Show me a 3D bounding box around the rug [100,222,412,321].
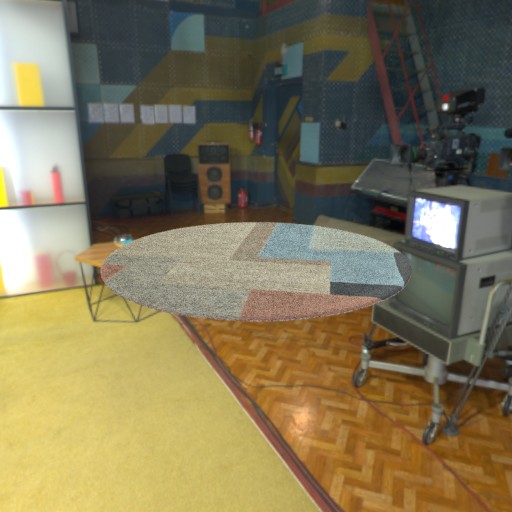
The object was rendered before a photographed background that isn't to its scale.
[{"bbox_3d":[0.000,0.000,3.691,2.461,0.033,2.461,0,17,0],"label":"rug"}]
